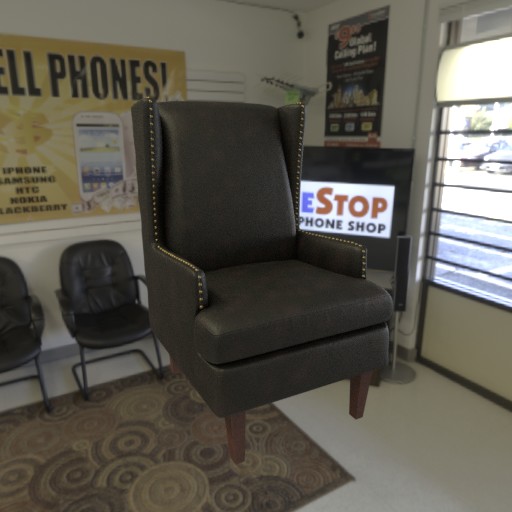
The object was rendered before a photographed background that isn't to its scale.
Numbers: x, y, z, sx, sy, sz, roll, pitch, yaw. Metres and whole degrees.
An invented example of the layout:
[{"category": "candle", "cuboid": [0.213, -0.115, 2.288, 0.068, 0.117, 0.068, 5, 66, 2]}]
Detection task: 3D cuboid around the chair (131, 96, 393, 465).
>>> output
[{"category": "chair", "cuboid": [0.000, 0.000, 1.674, 0.703, 1.142, 0.799, -8, 17, -27]}]
